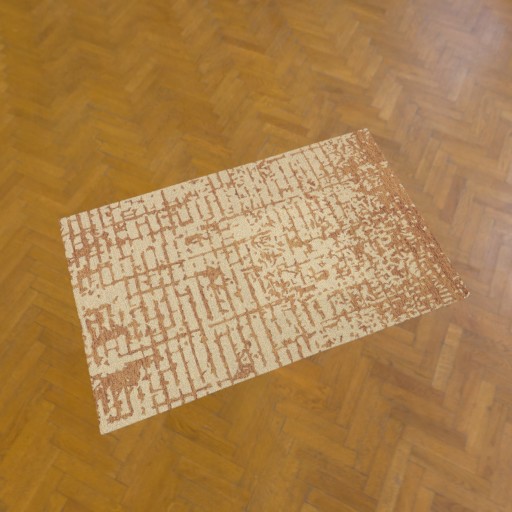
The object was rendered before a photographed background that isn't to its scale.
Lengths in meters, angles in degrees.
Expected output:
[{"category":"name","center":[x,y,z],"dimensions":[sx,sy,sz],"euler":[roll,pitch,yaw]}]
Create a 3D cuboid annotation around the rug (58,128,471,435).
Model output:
[{"category":"rug","center":[0.000,0.000,3.015],"dimensions":[2.435,0.011,1.517],"euler":[-18,65,-9]}]
